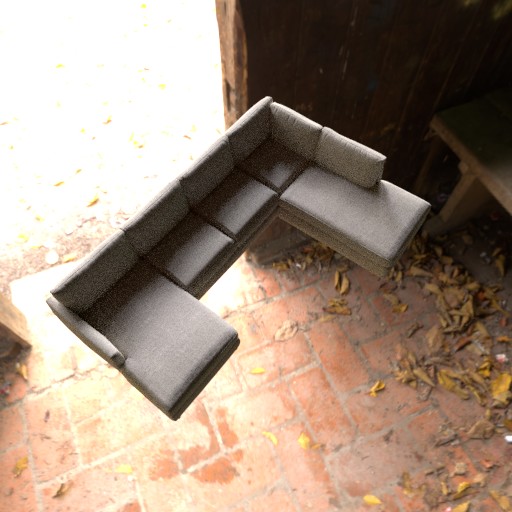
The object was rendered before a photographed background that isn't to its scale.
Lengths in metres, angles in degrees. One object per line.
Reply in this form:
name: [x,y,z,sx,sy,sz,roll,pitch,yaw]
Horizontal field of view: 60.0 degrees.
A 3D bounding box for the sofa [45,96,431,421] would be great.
sofa: [0.000,0.000,3.658,1.879,0.756,2.737,33,65,18]
